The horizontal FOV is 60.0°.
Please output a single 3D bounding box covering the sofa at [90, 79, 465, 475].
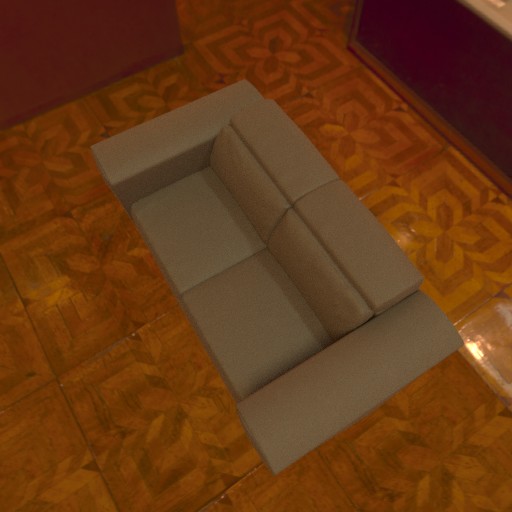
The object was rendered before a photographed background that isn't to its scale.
[{"bbox_3d":[0.000,0.000,2.359,1.003,0.779,1.895,-29,67,-13],"label":"sofa"}]
